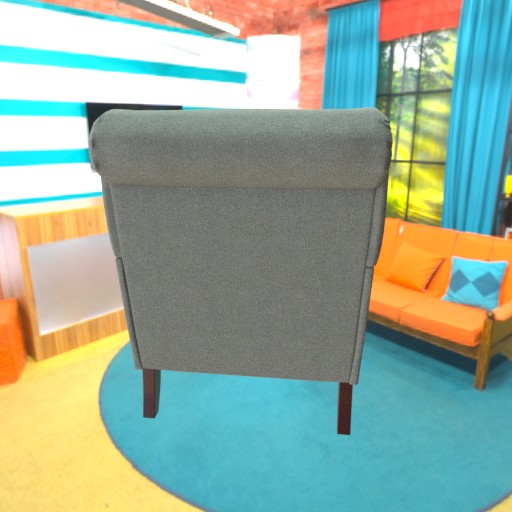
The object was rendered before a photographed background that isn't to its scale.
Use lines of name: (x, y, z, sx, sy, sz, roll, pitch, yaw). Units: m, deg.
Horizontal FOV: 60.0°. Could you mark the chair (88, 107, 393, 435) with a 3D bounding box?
chair: (0.000, 0.000, 1.924, 0.964, 1.178, 1.060, 2, 16, 7)
